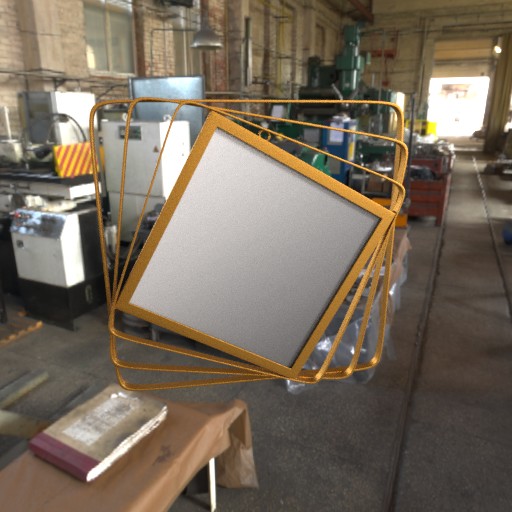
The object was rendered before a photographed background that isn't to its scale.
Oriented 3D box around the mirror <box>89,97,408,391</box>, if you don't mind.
[{"bbox_3d":[0.000,0.000,0.696,0.470,0.468,0.045,-3,18,-9],"label":"mirror"}]
